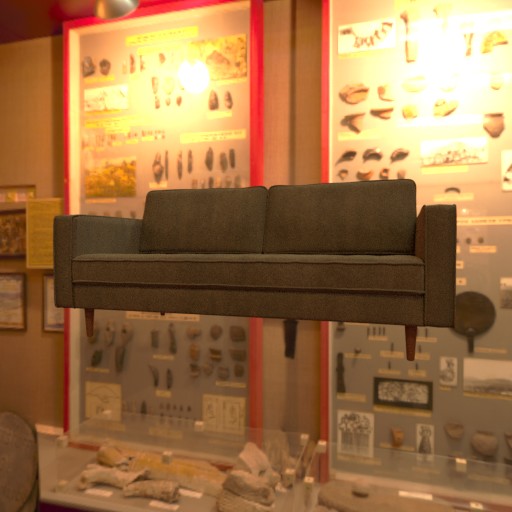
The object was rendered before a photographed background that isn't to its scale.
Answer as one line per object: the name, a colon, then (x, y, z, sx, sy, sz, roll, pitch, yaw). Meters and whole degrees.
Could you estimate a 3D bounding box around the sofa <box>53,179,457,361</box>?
sofa: (0.000, 0.000, 2.388, 1.920, 0.825, 0.924, 0, 1, 18)
